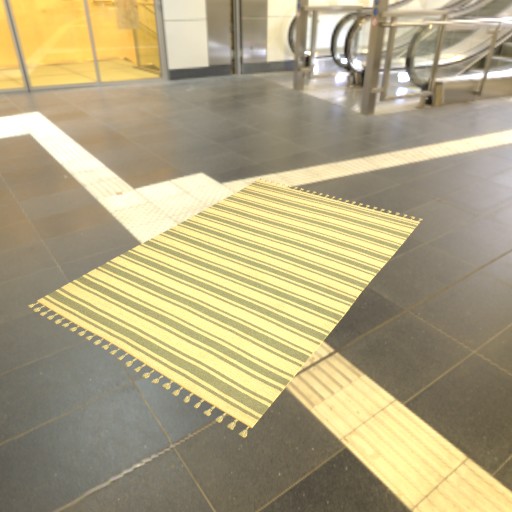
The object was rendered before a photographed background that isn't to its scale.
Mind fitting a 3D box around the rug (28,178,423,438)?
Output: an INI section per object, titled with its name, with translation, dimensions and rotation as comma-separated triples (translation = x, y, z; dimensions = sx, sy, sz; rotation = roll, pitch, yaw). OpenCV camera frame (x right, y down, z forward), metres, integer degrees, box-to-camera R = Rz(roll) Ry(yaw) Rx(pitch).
[rug]
translation = 0.000, 0.000, 3.018
dimensions = 1.539, 0.011, 2.410
rotation = 20, 37, 29
